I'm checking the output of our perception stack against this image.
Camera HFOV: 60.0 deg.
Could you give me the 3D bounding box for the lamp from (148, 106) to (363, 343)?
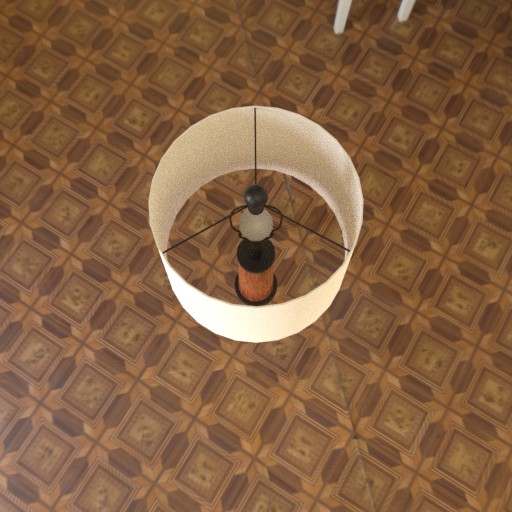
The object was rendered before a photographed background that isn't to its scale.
[{"bbox_3d":[0.000,0.000,0.894,0.349,0.667,0.349,0,76,0],"label":"lamp"}]
